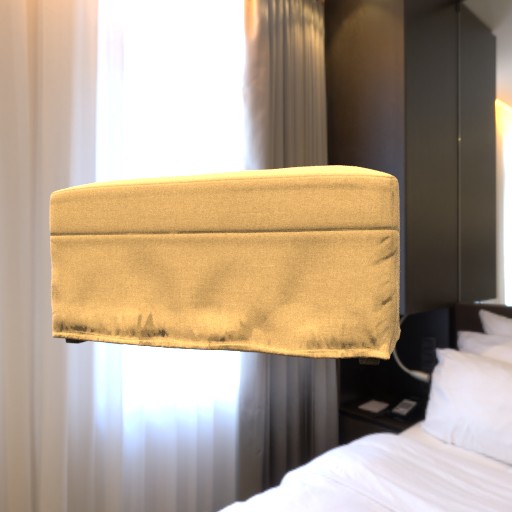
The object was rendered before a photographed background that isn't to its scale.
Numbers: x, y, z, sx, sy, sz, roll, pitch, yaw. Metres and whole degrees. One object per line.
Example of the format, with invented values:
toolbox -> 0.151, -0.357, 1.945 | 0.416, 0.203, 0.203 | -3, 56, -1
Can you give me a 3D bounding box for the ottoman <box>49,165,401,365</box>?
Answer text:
ottoman -> 0.000, 0.000, 1.355 | 0.840, 0.436, 0.843 | 0, 0, 18
